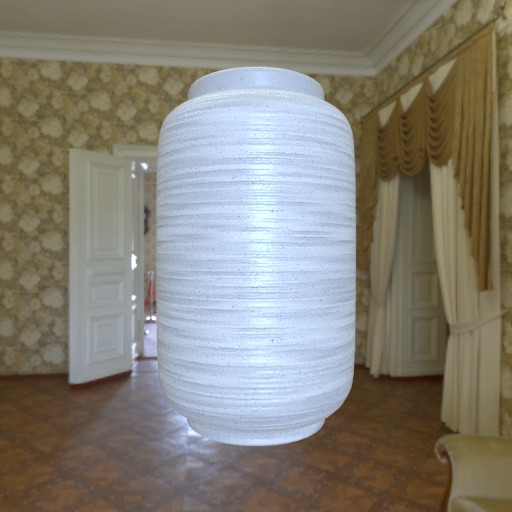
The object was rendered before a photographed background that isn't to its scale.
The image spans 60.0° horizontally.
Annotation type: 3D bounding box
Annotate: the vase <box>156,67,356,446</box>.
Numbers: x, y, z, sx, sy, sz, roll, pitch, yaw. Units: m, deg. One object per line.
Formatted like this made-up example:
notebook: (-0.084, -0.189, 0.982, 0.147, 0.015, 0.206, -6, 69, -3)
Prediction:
vase: (0.000, 0.000, 0.459, 0.202, 0.335, 0.202, 0, 1, 0)
